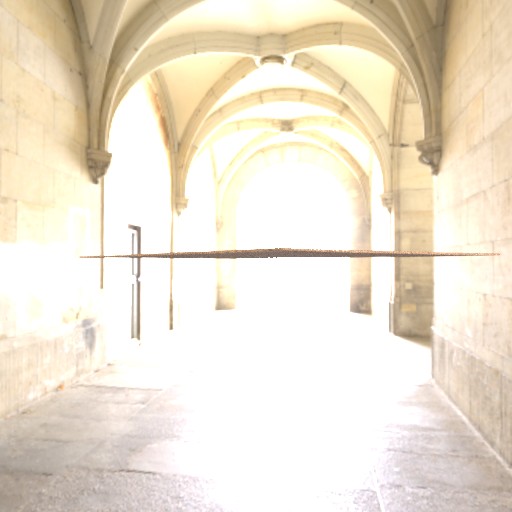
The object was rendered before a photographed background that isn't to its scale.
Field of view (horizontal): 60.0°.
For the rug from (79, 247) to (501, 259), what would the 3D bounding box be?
[{"bbox_3d":[0.000,0.000,2.251,1.225,0.013,1.840,1,-1,-37],"label":"rug"}]
